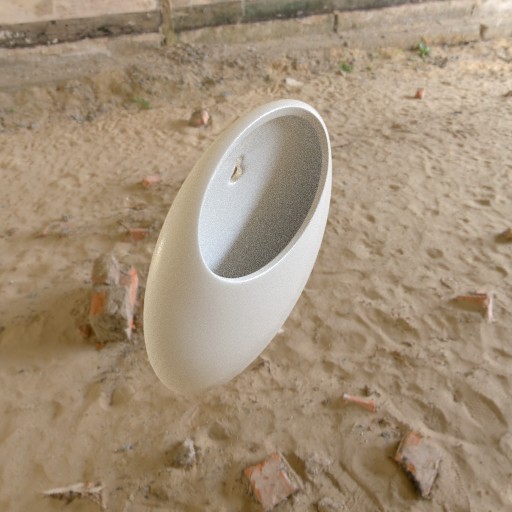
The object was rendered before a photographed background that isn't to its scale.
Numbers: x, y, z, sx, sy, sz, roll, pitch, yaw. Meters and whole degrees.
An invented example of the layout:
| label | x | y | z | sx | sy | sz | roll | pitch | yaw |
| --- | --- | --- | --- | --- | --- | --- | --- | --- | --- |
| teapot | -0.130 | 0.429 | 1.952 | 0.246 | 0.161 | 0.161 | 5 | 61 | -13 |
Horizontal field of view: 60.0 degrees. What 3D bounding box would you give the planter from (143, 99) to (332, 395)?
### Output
| label | x | y | z | sx | sy | sz | roll | pitch | yaw |
| --- | --- | --- | --- | --- | --- | --- | --- | --- | --- |
| planter | 0.000 | 0.000 | 0.277 | 0.043 | 0.188 | 0.185 | 24 | 46 | 26 |
